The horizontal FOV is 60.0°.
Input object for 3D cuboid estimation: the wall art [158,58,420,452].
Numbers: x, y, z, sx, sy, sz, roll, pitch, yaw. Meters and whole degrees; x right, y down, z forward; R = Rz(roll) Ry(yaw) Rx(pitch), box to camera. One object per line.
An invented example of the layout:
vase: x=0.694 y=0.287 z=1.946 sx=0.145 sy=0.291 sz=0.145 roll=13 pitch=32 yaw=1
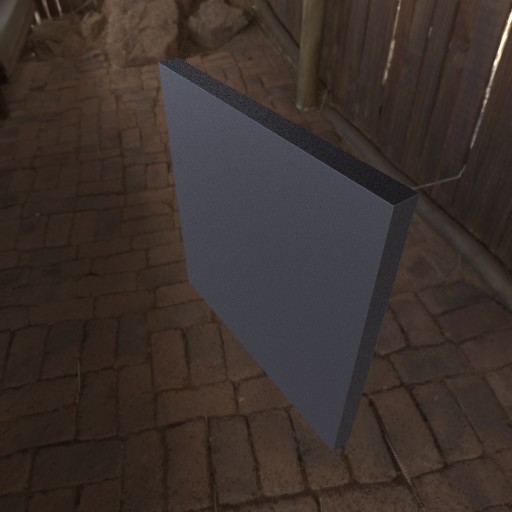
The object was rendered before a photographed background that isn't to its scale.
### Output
wall art: x=0.000 y=0.000 z=0.751 sx=0.038 sy=0.507 sz=0.507 roll=-25 pitch=47 yaw=-26
